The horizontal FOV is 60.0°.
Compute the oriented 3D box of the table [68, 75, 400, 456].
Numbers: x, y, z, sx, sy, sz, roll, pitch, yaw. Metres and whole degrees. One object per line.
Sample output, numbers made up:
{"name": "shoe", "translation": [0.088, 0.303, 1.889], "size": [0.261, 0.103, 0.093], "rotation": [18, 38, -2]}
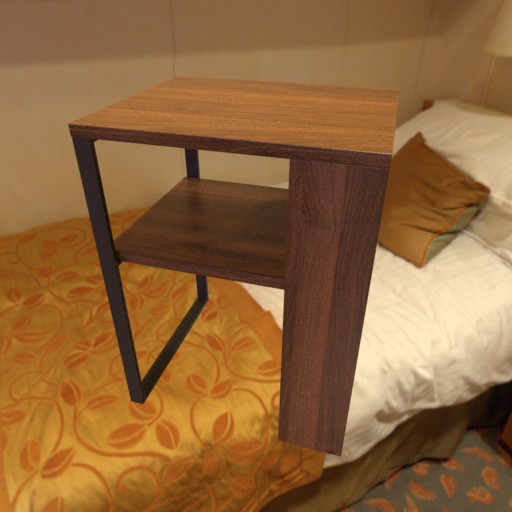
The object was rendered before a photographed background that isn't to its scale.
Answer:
{"name": "table", "translation": [0.000, 0.000, 1.558], "size": [0.786, 1.041, 0.660], "rotation": [9, 33, 14]}
